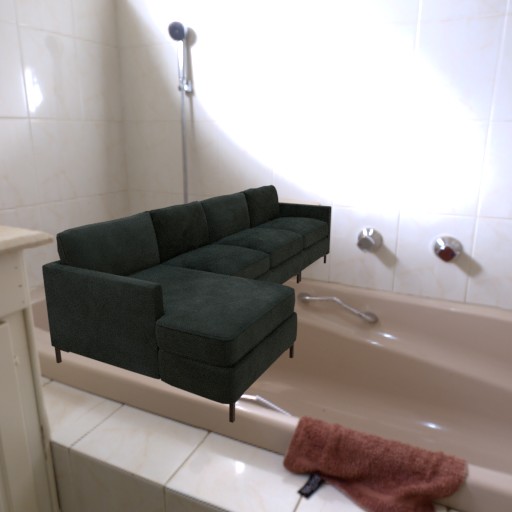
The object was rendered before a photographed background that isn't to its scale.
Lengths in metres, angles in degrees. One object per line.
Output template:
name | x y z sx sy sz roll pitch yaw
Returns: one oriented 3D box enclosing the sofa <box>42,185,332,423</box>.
sofa | 0.000 0.000 4.094 1.500 0.967 3.400 8 17 27
